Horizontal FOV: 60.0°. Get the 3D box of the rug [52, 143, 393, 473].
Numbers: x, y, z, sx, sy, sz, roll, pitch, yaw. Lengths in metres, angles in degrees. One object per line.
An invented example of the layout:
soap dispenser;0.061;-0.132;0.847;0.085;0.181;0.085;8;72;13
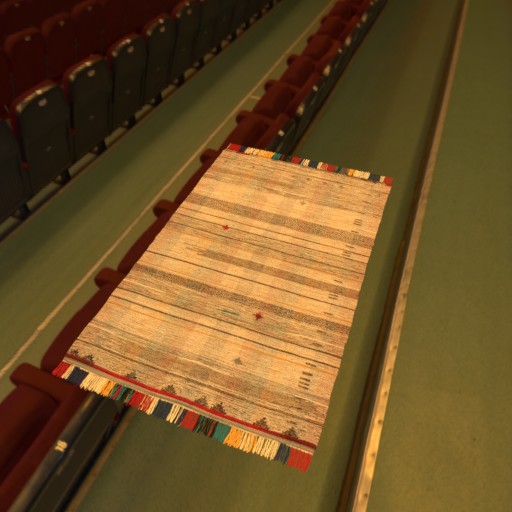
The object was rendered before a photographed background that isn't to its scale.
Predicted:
rug;0.000;0.000;2.998;1.465;0.012;2.465;15;48;14
